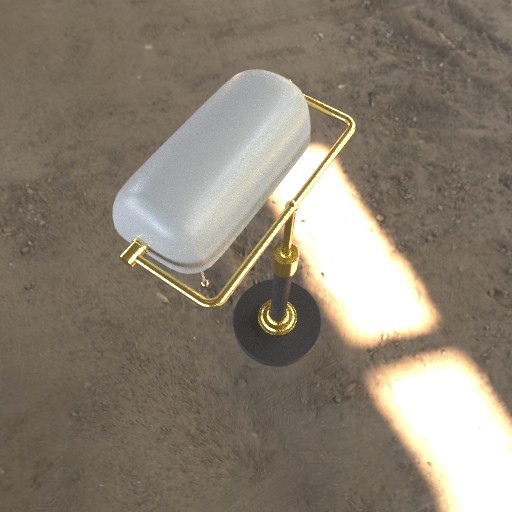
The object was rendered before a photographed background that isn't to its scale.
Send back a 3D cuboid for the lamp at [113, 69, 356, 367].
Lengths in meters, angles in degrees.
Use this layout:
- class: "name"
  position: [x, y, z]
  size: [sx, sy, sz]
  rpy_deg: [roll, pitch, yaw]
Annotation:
- class: "lamp"
  position: [0.000, 0.000, 0.568]
  size: [0.227, 0.404, 0.269]
  rpy_deg: [31, 67, 15]
